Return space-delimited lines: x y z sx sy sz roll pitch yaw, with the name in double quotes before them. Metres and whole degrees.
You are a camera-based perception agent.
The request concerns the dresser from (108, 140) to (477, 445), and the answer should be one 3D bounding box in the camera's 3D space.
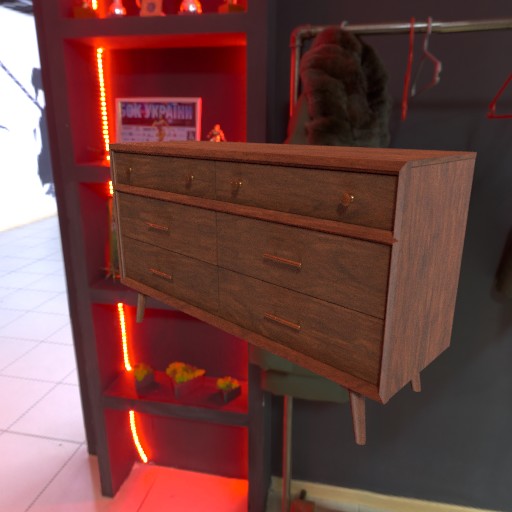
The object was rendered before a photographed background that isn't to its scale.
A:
"dresser" 0.000 0.000 1.857 1.472 0.889 0.500 15 23 42
